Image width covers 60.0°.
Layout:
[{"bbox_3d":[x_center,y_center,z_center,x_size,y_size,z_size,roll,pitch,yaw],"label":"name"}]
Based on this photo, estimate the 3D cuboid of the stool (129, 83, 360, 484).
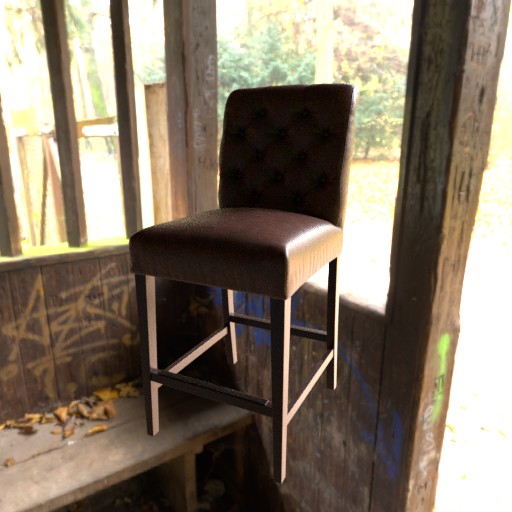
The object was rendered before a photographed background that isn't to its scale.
[{"bbox_3d":[0.000,0.000,1.435,0.486,1.084,0.660,8,18,25],"label":"stool"}]
